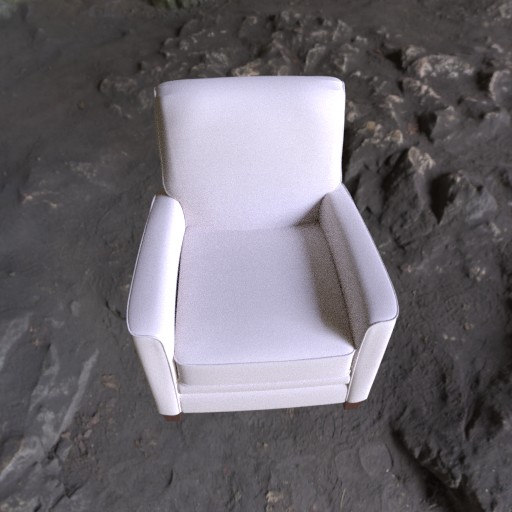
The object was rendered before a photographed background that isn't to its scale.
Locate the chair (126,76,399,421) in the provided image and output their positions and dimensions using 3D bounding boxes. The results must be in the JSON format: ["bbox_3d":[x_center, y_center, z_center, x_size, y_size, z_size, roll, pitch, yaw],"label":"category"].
[{"bbox_3d":[0.000,0.000,1.642,0.841,1.028,0.858,-3,46,-3],"label":"chair"}]
